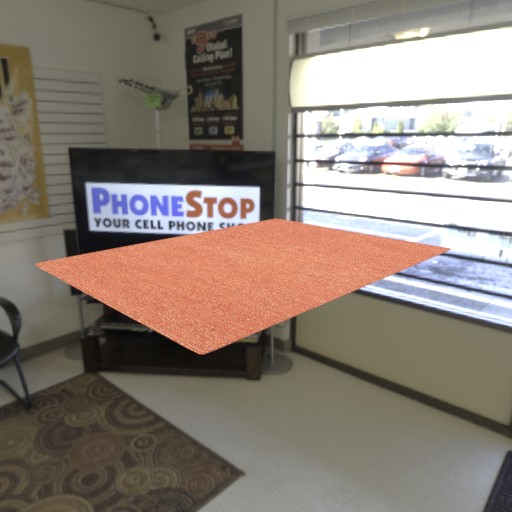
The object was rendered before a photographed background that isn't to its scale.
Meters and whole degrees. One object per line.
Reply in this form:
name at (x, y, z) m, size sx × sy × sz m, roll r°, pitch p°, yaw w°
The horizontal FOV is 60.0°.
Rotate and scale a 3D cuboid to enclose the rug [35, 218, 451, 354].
rug at (0.000, 0.000, 2.776) m, size 2.112 × 0.009 × 1.594 m, roll -15°, pitch 21°, yaw -43°
